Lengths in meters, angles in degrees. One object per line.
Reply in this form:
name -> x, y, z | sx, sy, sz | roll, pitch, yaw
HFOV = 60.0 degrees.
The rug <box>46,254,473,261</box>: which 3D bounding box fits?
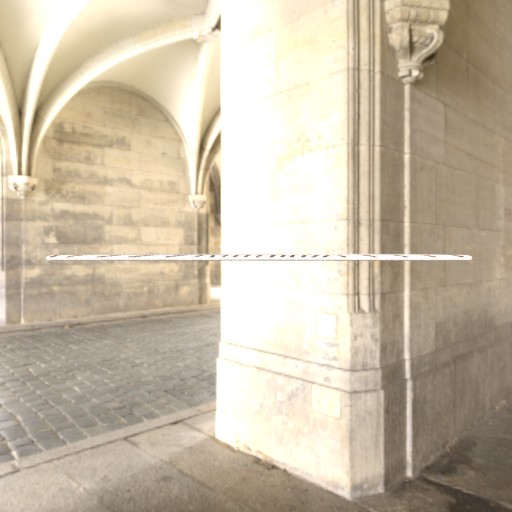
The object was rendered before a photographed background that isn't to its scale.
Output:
rug -> 0.000, 0.000, 3.105 | 1.829, 0.028, 2.449 | 0, 0, -1
